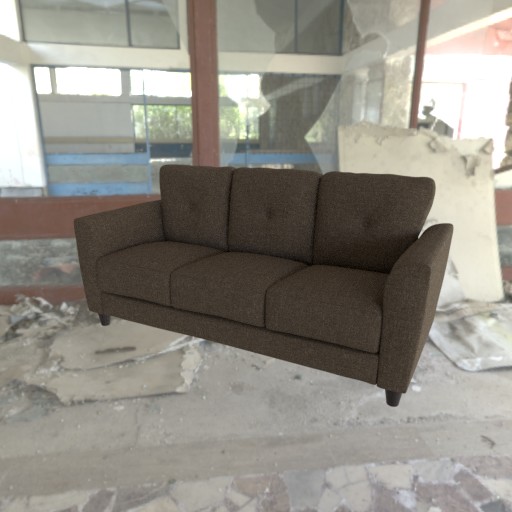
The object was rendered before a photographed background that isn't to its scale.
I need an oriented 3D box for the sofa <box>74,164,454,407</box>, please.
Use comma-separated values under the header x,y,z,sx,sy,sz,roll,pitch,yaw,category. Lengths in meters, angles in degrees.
x,y,z,sx,sy,sz,roll,pitch,yaw,category
0.000,0.000,2.373,1.847,0.891,0.837,8,18,27,sofa
